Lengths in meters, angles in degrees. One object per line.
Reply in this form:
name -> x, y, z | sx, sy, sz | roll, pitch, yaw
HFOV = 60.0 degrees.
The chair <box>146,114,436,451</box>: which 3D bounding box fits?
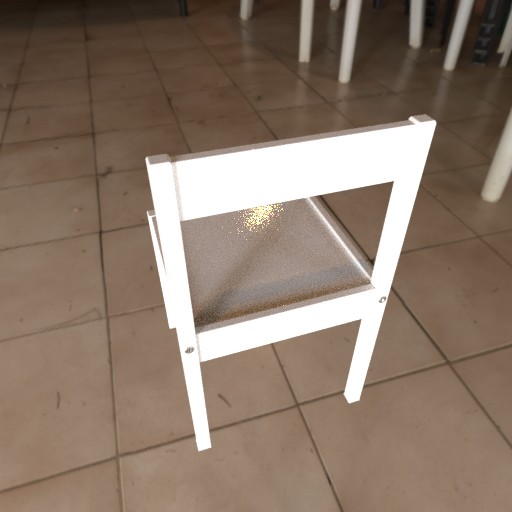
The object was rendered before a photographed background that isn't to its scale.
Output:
chair -> 0.000, 0.000, 0.669 | 0.285, 0.505, 0.285 | -12, 42, -14
